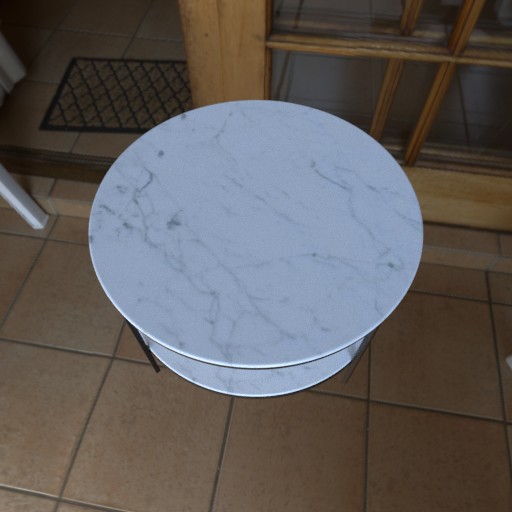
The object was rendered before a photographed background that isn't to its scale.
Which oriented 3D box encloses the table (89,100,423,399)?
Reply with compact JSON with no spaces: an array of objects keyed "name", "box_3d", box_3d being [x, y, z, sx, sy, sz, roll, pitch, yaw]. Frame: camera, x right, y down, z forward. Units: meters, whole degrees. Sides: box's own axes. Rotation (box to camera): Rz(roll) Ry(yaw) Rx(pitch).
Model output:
[{"name":"table","box_3d":[0.000,0.000,1.268,0.800,0.450,0.800,0,57,0]}]
